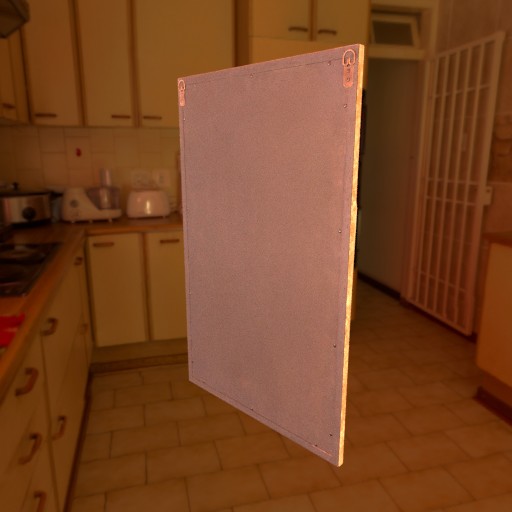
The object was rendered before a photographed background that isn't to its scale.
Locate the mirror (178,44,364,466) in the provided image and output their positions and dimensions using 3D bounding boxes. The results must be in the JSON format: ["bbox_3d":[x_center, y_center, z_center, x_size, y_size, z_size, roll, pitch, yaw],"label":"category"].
[{"bbox_3d":[0.000,0.000,0.980,0.495,0.787,0.058,13,18,43],"label":"mirror"}]
